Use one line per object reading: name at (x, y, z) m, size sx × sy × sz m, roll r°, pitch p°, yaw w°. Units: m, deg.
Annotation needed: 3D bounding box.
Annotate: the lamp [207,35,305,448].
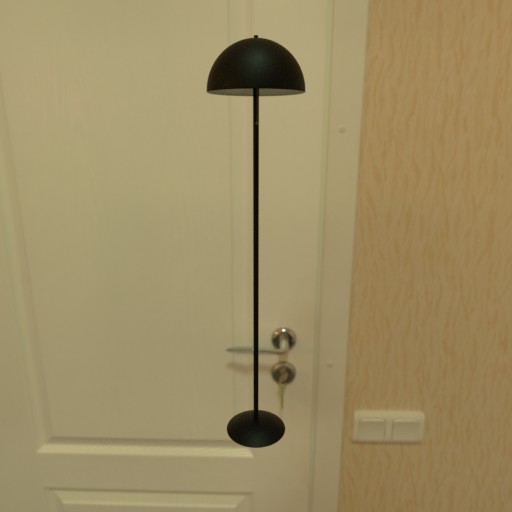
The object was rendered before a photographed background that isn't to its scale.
lamp at (0.000, 0.000, 1.633) m, size 0.328 × 1.480 × 0.328 m, roll -8°, pitch 18°, yaw -26°
